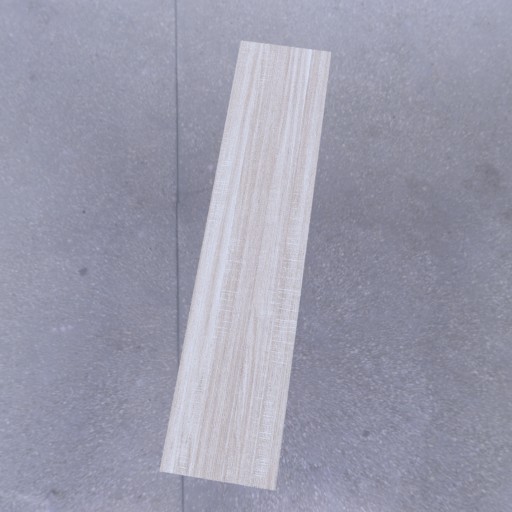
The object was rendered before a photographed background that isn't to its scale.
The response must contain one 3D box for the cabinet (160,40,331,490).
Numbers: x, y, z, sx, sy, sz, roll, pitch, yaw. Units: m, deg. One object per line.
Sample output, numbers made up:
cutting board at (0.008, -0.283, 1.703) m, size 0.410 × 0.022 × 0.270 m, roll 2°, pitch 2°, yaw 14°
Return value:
cabinet at (0.000, 0.000, 2.533) m, size 0.500 × 0.780 × 2.200 m, roll 8°, pitch 76°, yaw 2°
